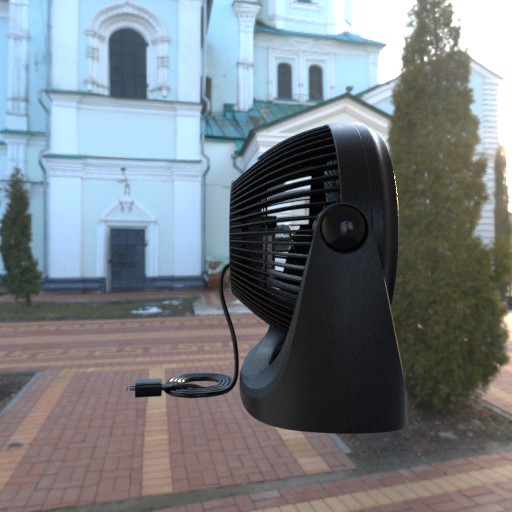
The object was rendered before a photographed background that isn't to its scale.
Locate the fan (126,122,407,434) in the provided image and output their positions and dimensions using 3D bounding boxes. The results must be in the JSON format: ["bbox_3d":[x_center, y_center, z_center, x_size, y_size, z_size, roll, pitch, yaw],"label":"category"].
[{"bbox_3d":[0.000,0.000,0.476,0.256,0.277,0.273,0,-1,0],"label":"fan"}]
